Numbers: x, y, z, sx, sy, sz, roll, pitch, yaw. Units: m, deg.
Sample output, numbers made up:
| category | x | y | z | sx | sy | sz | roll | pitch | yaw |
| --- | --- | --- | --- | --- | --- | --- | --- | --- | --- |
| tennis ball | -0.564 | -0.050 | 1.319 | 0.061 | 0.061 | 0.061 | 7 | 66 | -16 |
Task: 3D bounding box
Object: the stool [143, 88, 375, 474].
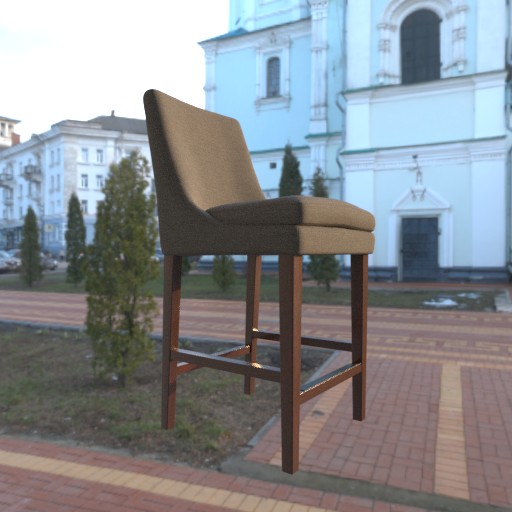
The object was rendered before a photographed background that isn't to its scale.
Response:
| category | x | y | z | sx | sy | sz | roll | pitch | yaw |
| --- | --- | --- | --- | --- | --- | --- | --- | --- | --- |
| stool | 0.000 | 0.000 | 1.313 | 0.577 | 0.981 | 0.470 | 0 | 1 | 36 |
